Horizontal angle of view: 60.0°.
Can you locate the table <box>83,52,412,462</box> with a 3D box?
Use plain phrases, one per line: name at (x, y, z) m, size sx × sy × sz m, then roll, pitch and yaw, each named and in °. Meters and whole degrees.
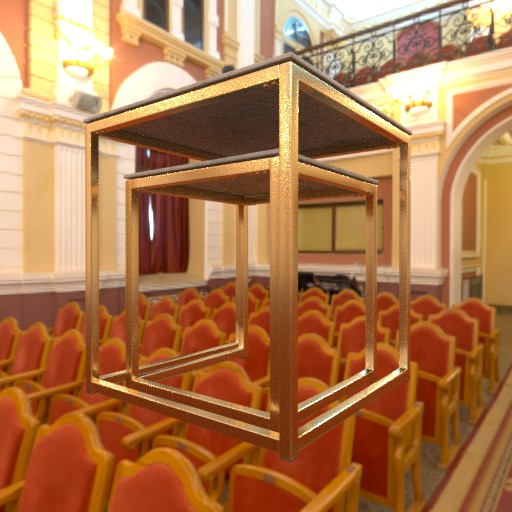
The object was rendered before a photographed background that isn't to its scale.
table at (0.000, 0.000, 0.852) m, size 0.450 × 0.500 × 0.450 m, roll 0°, pitch 1°, yaw 37°
